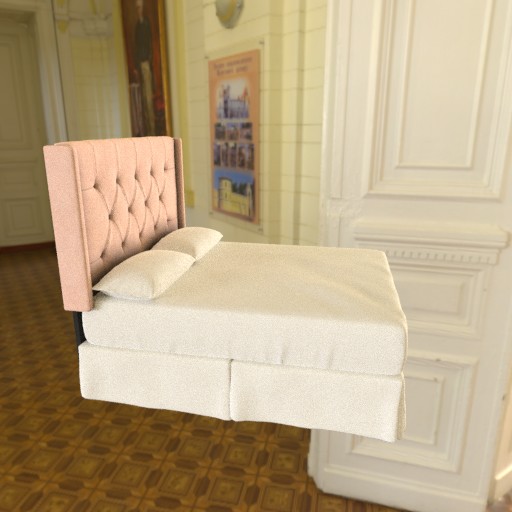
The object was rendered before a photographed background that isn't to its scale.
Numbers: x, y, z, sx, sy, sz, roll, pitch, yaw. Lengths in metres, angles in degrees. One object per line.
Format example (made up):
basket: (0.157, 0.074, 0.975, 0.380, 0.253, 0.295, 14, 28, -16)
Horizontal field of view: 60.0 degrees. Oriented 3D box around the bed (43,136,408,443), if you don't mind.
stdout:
bed: (0.000, 0.000, 3.255, 2.066, 1.665, 1.719, 3, 17, 11)
